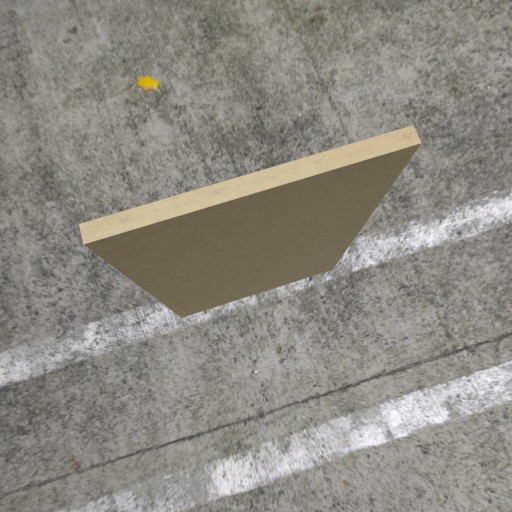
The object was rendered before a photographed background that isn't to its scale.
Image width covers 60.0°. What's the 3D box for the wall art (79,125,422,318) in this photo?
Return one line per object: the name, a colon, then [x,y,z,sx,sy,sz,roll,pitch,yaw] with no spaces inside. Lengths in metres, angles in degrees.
wall art: [0.000,0.000,1.028,0.510,0.810,0.039,-17,76,-4]
